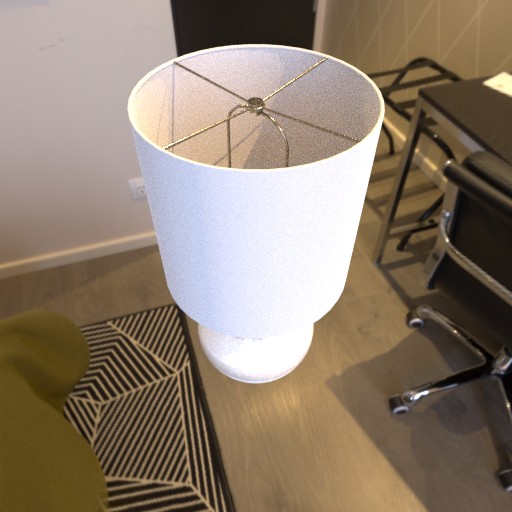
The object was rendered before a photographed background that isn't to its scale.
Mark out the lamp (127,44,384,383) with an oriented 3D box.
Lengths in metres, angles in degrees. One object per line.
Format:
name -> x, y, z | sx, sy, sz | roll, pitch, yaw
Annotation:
lamp -> 0.000, 0.000, 0.528 | 0.217, 0.404, 0.217 | 33, 55, 27
